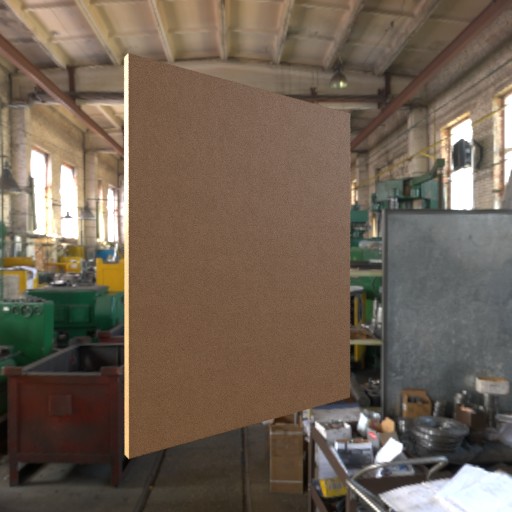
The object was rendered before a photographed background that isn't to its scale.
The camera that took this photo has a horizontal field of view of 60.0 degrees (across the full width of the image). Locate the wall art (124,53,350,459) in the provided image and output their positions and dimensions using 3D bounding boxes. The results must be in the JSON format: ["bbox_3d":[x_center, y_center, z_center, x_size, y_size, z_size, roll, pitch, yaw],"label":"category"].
[{"bbox_3d":[0.000,0.000,1.340,0.798,1.002,0.030,0,0,-36],"label":"wall art"}]
